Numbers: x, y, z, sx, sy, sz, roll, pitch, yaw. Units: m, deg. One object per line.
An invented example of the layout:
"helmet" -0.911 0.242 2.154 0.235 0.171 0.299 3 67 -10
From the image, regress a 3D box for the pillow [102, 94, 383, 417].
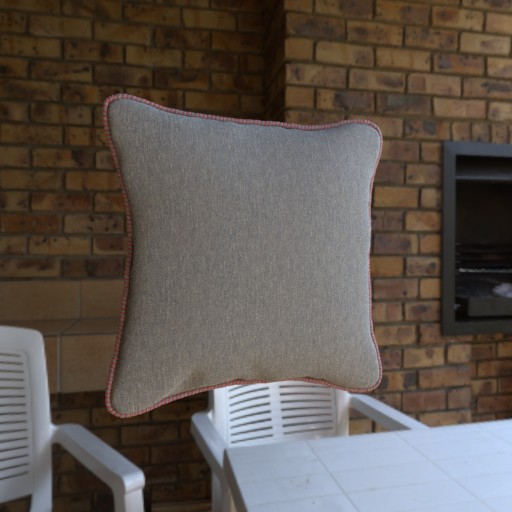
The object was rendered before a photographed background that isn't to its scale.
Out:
"pillow" 0.000 0.000 0.738 0.482 0.491 0.124 0 1 -18
